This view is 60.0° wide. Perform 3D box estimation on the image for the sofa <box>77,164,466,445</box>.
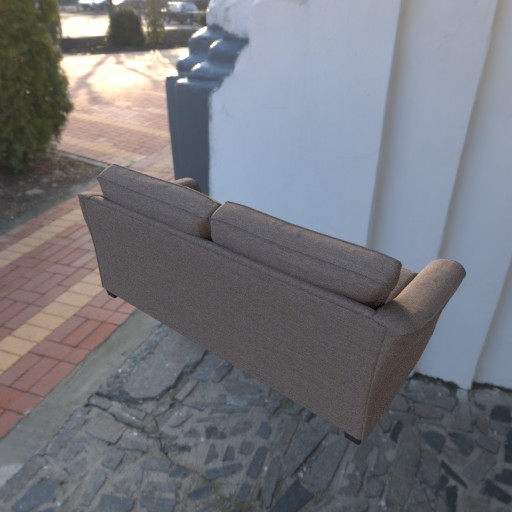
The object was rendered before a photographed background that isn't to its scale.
[{"bbox_3d":[0.000,0.000,2.750,2.270,0.965,0.980,22,37,33],"label":"sofa"}]
